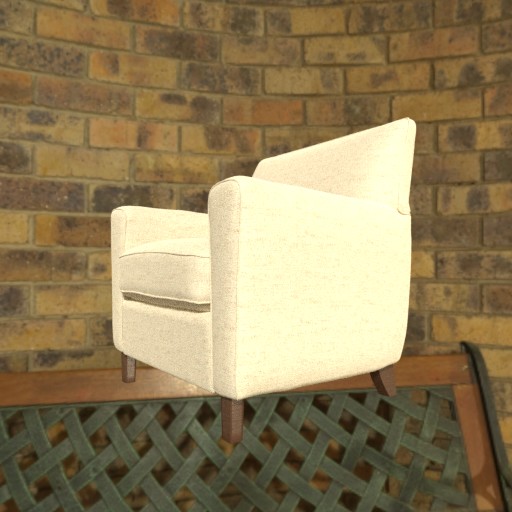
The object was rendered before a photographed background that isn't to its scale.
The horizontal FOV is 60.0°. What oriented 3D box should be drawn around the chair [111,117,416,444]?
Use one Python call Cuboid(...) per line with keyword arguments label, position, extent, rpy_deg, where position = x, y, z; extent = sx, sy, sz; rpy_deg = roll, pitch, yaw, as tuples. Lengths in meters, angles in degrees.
Cuboid(label="chair", position=(0.000, 0.000, 1.599), extent=(0.823, 0.943, 0.870), rpy_deg=(1, -1, -37))
